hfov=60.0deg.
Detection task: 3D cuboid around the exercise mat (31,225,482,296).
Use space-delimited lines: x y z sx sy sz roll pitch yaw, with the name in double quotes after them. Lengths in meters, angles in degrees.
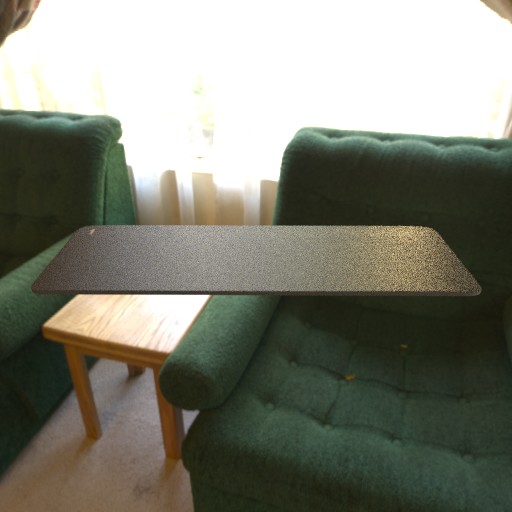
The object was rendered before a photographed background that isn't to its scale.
0.000 0.000 2.067 1.869 0.021 0.616 0 30 0 "exercise mat"
